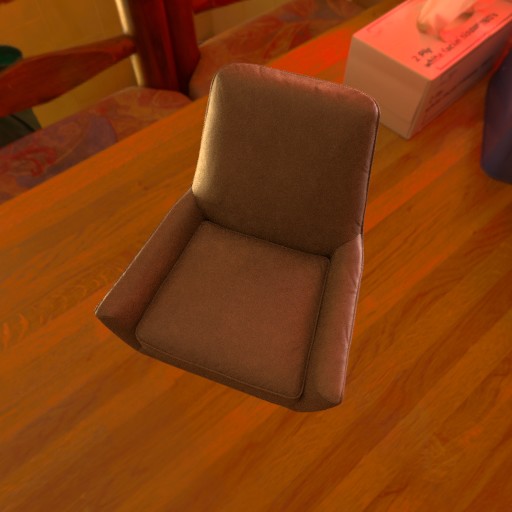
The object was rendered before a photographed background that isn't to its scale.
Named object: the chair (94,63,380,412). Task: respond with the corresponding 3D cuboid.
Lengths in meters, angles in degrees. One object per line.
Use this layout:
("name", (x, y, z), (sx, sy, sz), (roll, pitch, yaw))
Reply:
("chair", (0.000, 0.000, 1.510), (0.787, 0.888, 0.824), (18, 61, 10))
